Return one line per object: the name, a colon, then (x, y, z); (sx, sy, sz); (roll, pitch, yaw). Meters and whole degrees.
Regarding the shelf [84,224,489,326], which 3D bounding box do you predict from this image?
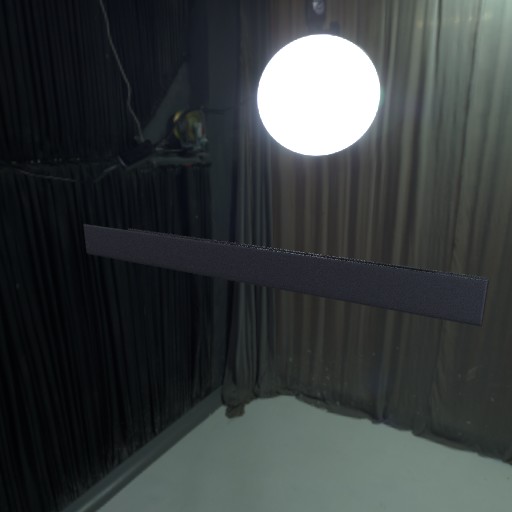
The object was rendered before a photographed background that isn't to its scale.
shelf: (0.000, 0.000, 0.649); (0.605, 0.053, 0.102); (9, 18, 28)
